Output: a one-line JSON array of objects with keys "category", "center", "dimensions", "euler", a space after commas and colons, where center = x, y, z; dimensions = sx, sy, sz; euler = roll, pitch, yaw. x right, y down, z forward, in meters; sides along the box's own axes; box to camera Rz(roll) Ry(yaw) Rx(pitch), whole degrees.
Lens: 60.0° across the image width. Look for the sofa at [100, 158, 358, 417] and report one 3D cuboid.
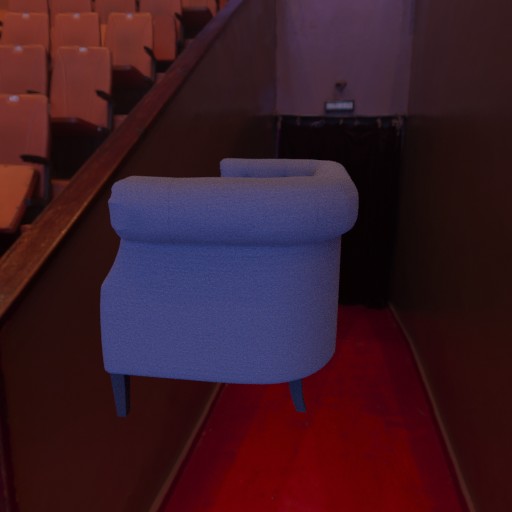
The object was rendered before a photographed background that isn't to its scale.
[{"category": "sofa", "center": [0.000, 0.000, 2.035], "dimensions": [0.835, 0.827, 1.558], "euler": [2, 15, 9]}]
